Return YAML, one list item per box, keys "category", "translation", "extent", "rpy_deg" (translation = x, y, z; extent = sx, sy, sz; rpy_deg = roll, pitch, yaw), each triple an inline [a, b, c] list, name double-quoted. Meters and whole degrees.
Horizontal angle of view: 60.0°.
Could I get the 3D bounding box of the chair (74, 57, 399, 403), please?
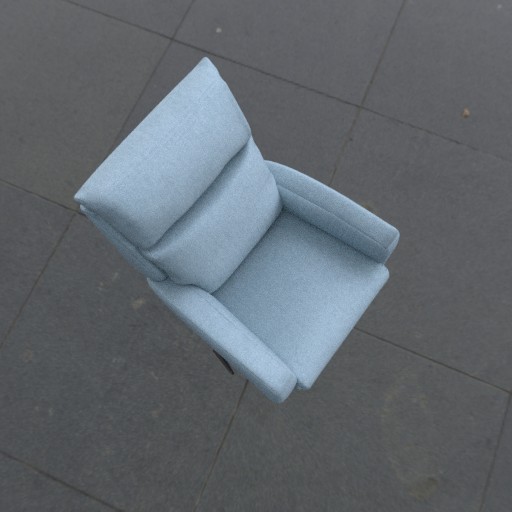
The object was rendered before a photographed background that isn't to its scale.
- category: "chair"
  translation: [0.000, 0.000, 1.701]
  extent: [0.940, 1.013, 0.812]
  rpy_deg: [37, 78, 9]
